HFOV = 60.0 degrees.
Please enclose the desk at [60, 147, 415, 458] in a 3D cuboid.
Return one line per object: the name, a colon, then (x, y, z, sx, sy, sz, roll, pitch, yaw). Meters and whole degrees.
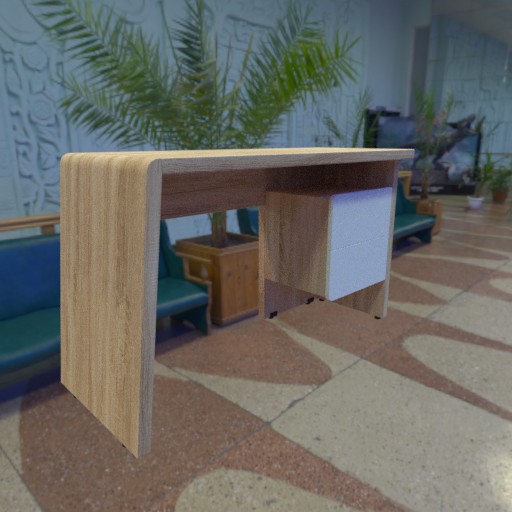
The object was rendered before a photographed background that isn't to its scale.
desk: (0.000, 0.000, 1.627, 1.300, 0.750, 0.500, -14, 20, -42)
